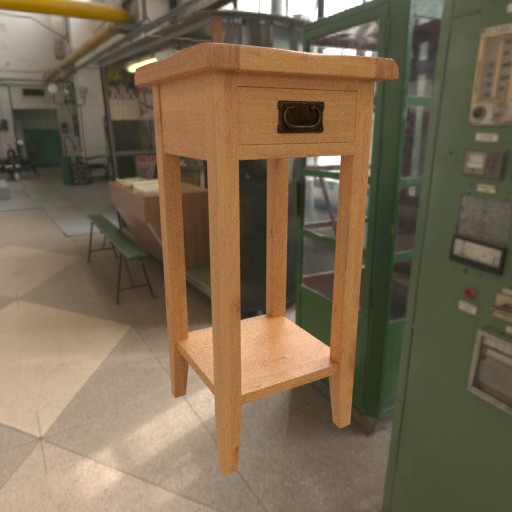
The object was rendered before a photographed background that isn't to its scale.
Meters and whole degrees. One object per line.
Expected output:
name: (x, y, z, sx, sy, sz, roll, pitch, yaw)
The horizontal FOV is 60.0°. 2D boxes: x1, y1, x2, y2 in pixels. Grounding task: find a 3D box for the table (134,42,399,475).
table: (0.000, 0.000, 0.926, 0.360, 0.740, 0.360, -9, 19, -28)
